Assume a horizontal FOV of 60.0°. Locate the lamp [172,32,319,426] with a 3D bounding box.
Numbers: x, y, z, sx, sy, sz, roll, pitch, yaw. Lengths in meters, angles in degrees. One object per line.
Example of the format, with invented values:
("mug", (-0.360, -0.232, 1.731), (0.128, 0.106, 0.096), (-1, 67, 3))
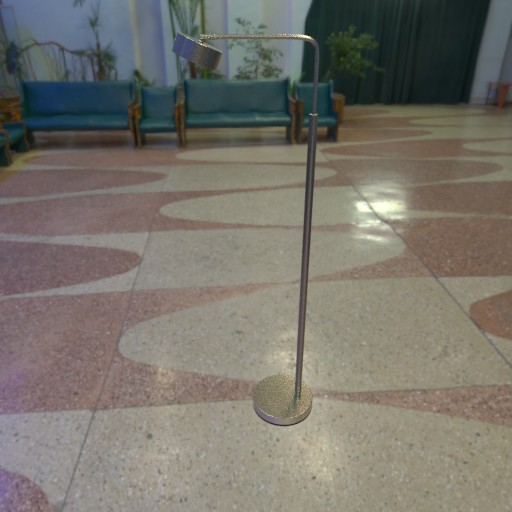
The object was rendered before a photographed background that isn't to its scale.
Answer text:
("lamp", (0.000, 0.000, 1.385), (0.421, 1.250, 0.222), (-1, 27, -1))
